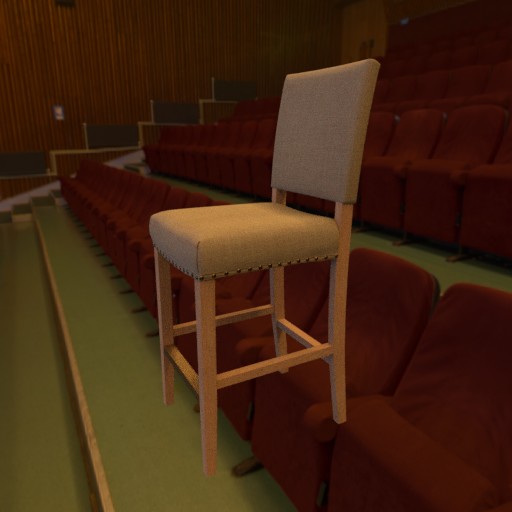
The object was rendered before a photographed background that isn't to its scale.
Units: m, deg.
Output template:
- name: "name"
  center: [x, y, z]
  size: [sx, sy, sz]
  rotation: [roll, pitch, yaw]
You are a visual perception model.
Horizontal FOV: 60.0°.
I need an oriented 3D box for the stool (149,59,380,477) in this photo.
- name: "stool"
  center: [0.000, 0.000, 1.452]
  size: [0.585, 1.173, 0.445]
  rotation: [-8, 18, -27]
